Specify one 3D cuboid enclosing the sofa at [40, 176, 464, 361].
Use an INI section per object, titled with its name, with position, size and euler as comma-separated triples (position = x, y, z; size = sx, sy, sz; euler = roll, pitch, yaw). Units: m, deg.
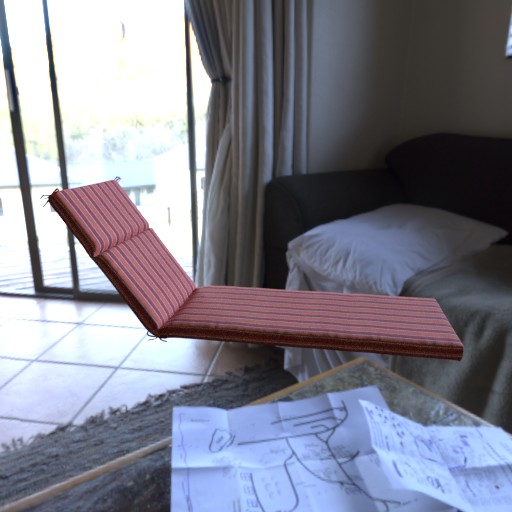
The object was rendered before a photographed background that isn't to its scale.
[sofa]
position = 0.000, 0.000, 1.950
size = 1.663, 0.622, 0.582
euler = 3, 16, 10
